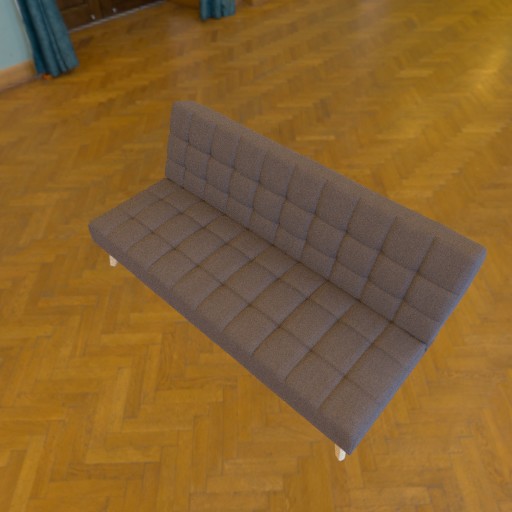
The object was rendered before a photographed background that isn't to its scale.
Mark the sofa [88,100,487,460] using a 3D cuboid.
[{"bbox_3d":[0.000,0.000,2.244,1.800,0.810,0.860,34,56,27],"label":"sofa"}]
